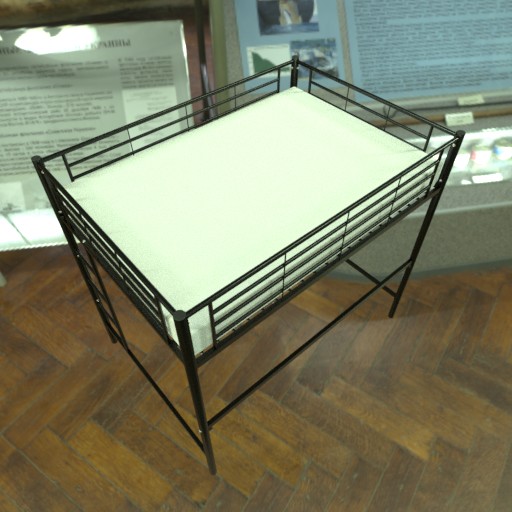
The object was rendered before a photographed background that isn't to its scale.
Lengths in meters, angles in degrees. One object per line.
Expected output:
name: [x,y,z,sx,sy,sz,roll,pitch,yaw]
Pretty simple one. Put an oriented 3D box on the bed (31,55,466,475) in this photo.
bed: [0.000,0.000,3.104,1.994,1.803,1.397,-32,55,-27]
